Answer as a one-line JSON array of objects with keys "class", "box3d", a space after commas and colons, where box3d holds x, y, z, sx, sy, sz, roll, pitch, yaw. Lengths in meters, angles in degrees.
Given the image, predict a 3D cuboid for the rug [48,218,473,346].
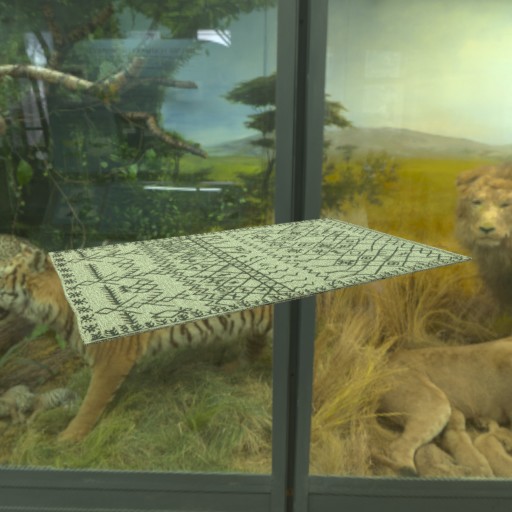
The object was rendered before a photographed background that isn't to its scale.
[{"class": "rug", "box3d": [0.000, 0.000, 4.699, 3.824, 0.019, 2.393, -9, 19, -28]}]
